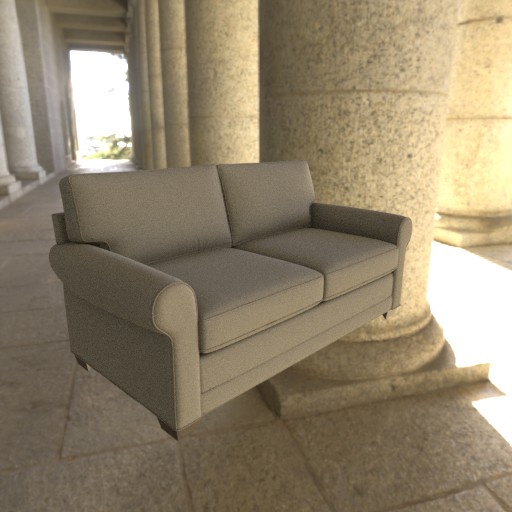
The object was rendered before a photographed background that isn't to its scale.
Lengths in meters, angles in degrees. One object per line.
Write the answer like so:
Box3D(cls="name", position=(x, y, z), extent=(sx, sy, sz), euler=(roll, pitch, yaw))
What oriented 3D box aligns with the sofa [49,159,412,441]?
Box3D(cls="sofa", position=(0.000, 0.000, 2.397), extent=(0.940, 0.952, 1.930), euler=(14, 21, 42))
